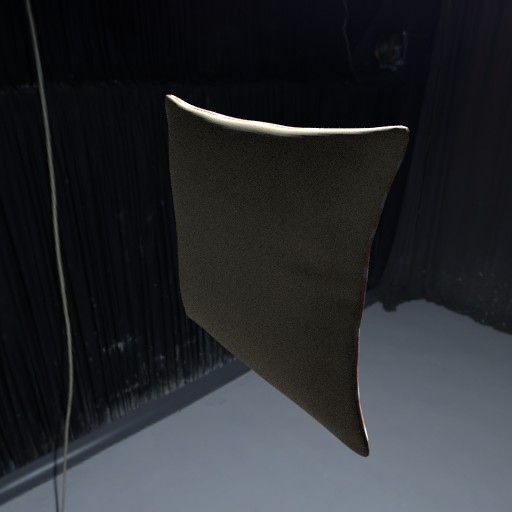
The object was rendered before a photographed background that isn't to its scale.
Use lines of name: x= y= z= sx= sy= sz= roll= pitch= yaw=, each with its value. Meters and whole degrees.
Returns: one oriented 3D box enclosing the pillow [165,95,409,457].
pillow: x=0.000 y=0.000 z=0.788 sx=0.166 sy=0.508 sz=0.552 roll=-18 pitch=30 yaw=-35
